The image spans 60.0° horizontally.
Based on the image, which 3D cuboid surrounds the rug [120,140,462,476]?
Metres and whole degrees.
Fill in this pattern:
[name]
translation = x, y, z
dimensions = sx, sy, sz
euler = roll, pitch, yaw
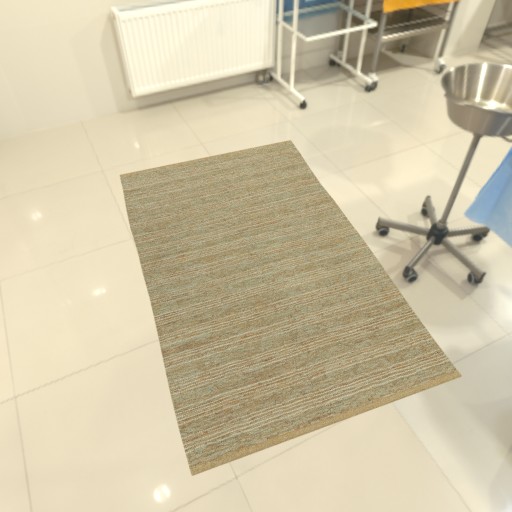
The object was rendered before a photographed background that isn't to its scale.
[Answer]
[rug]
translation = 0.000, 0.000, 3.041
dimensions = 1.540, 0.012, 2.448
euler = -15, 49, -13
